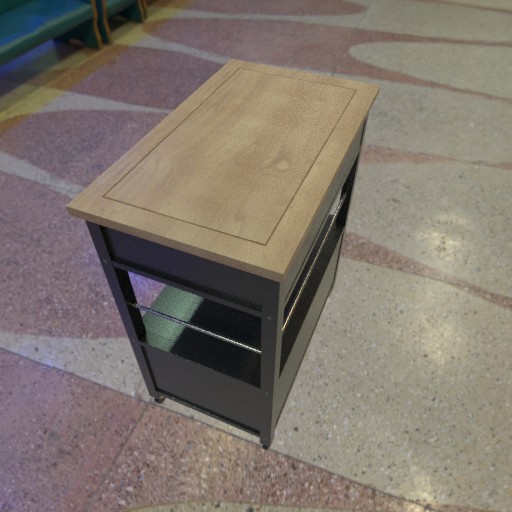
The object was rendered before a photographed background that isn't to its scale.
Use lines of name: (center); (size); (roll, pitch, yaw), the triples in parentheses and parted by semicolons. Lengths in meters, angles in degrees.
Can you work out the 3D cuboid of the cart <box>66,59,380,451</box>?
cart: (0.000, 0.000, 1.400); (0.459, 0.901, 0.840); (17, 48, 16)
